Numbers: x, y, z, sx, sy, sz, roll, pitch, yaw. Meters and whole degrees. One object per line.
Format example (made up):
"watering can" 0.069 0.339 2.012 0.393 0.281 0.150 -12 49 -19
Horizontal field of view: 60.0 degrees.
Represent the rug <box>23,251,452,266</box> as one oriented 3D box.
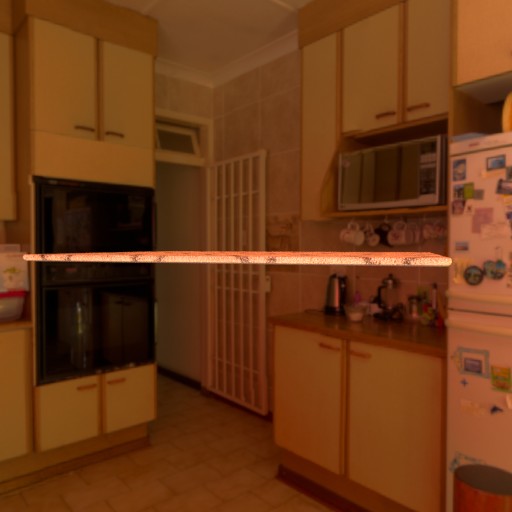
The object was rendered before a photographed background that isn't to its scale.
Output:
"rug" 0.000 0.000 2.099 1.600 0.025 1.200 0 1 19
